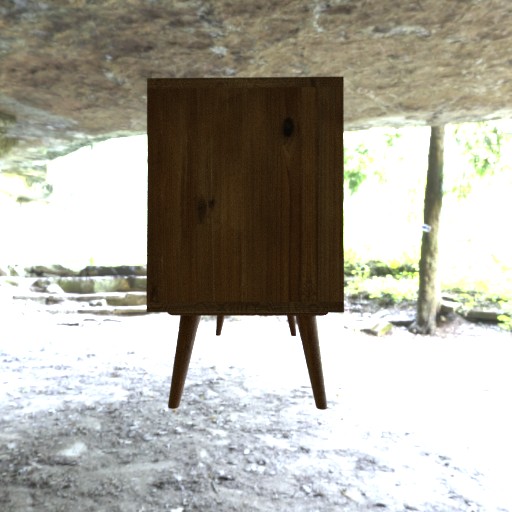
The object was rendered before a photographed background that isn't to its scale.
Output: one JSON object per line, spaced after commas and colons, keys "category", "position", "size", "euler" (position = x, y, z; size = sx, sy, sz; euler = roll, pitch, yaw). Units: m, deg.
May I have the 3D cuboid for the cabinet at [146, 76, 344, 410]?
{"category": "cabinet", "position": [0.000, 0.000, 1.705], "size": [0.472, 0.800, 1.400], "euler": [0, -1, 1]}
